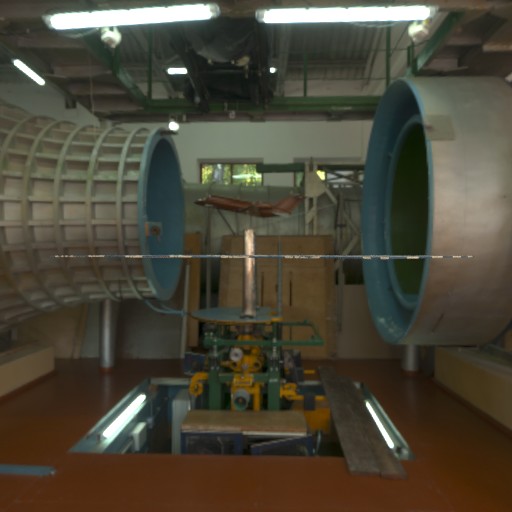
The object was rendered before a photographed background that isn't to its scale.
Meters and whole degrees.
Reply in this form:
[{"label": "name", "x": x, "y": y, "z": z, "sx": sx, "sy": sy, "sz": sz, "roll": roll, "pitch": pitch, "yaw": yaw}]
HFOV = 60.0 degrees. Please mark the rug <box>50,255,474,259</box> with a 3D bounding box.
[{"label": "rug", "x": 0.000, "y": 0.000, "z": 2.172, "sx": 1.755, "sy": 0.010, "sz": 1.153, "roll": 0, "pitch": 0, "yaw": 37}]
